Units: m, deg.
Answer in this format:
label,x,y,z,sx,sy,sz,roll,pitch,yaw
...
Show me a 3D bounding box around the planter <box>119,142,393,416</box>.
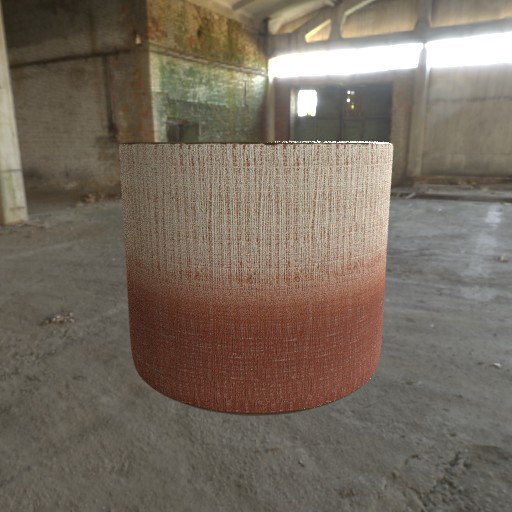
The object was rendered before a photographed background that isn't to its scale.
label,x,y,z,sx,sy,sz,roll,pitch,yaw
planter,0.000,0.000,0.446,0.254,0.221,0.254,0,14,0
